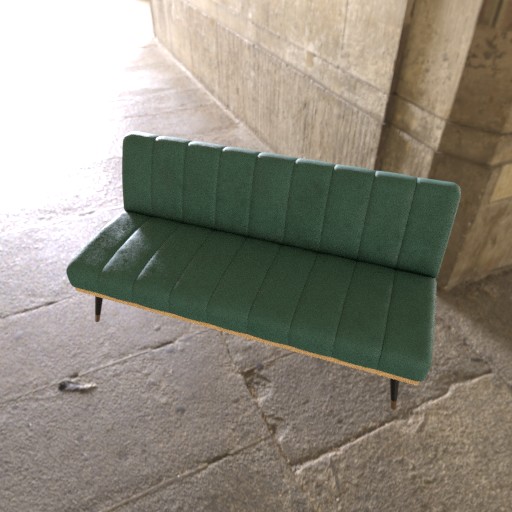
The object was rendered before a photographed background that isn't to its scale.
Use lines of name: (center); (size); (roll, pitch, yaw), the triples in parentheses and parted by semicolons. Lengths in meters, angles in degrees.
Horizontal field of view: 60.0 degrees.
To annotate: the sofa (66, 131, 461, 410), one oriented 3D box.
sofa: (0.000, 0.000, 2.310); (1.810, 0.820, 0.830); (13, 42, 15)
